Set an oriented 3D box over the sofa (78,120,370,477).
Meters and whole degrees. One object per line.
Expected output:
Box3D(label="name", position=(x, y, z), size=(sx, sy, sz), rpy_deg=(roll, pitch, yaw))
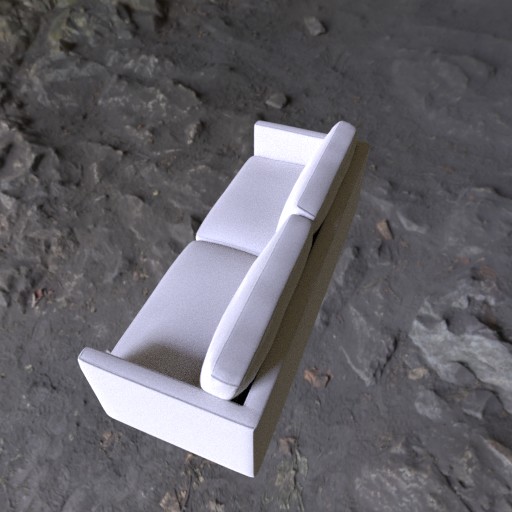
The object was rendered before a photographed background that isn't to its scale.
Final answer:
Box3D(label="sofa", position=(0.000, 0.000, 2.906), size=(0.951, 0.962, 2.361), rpy_deg=(16, 49, 15))
